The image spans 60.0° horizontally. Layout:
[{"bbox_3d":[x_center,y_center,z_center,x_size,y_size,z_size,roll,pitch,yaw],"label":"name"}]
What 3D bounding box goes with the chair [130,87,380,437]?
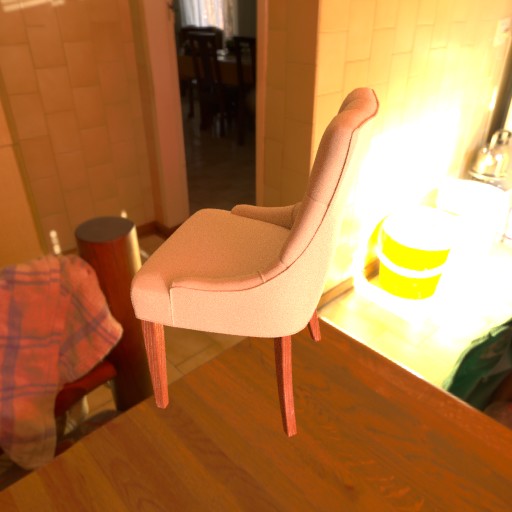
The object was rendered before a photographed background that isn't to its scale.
[{"bbox_3d":[0.000,0.000,1.255,0.565,0.874,0.509,9,31,14],"label":"chair"}]
